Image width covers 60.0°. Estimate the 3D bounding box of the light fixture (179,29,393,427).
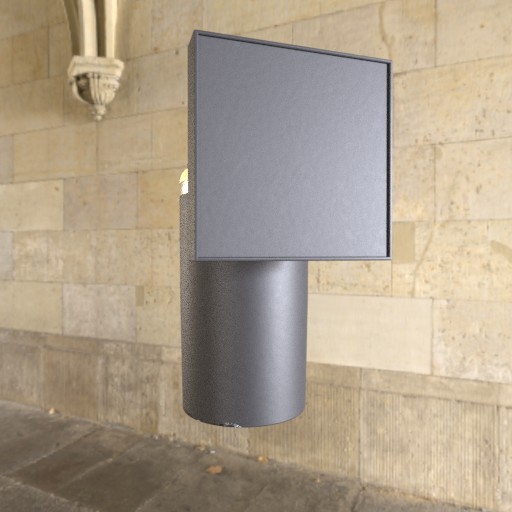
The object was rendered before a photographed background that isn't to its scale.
[{"bbox_3d":[0.000,0.000,0.352,0.130,0.257,0.176,0,0,-18],"label":"light fixture"}]
